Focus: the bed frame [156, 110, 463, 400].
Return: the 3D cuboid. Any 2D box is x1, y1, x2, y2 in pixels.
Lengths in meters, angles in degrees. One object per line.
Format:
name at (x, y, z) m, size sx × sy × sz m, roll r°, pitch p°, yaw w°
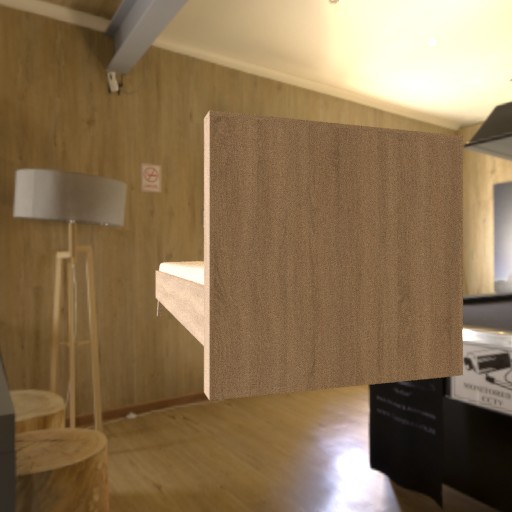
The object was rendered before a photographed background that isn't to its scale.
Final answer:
bed frame at (0.000, 0.000, 2.574) m, size 0.990 × 0.920 × 2.140 m, roll 0°, pitch 0°, yaw -18°
